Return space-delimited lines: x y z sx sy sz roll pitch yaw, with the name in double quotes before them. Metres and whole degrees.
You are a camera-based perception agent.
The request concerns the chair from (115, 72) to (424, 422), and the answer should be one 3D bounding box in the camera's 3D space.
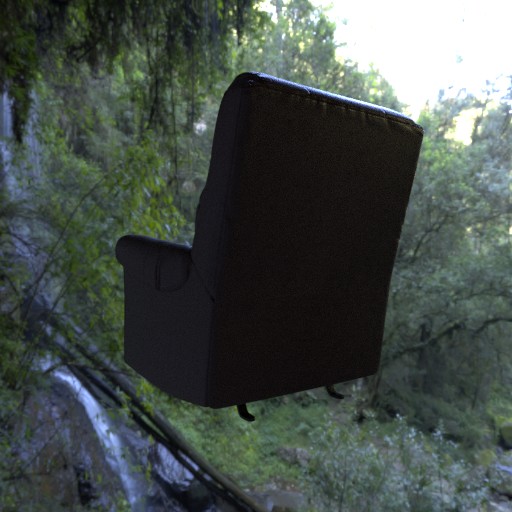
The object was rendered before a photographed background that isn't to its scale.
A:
"chair" 0.000 0.000 1.736 0.838 1.054 1.014 0 0 -34
